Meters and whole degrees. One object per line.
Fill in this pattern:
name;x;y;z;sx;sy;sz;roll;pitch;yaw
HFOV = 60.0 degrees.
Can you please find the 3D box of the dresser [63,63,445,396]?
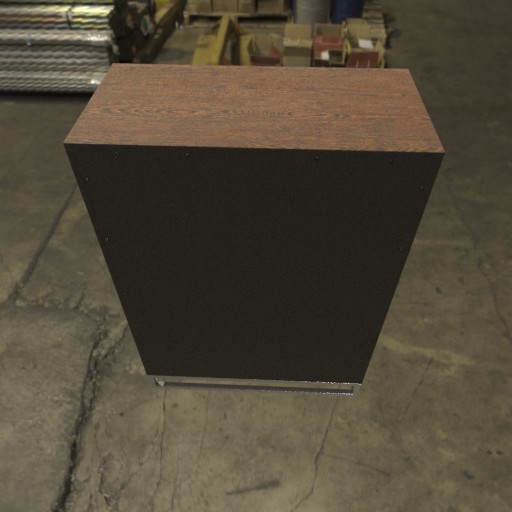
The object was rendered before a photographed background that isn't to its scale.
dresser;0.000;0.000;1.768;0.965;1.321;0.508;2;46;2
